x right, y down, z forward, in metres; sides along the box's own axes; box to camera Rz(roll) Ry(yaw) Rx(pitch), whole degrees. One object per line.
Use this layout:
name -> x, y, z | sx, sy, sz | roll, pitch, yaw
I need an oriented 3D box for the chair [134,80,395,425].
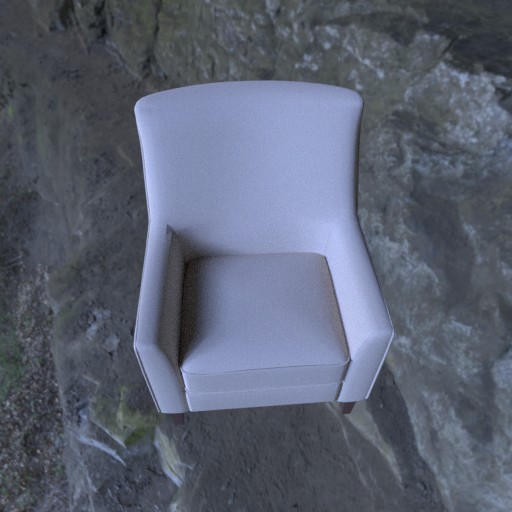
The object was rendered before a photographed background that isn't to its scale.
chair -> 0.000, 0.000, 1.584 | 0.756, 0.916, 0.879 | -3, 47, -3
